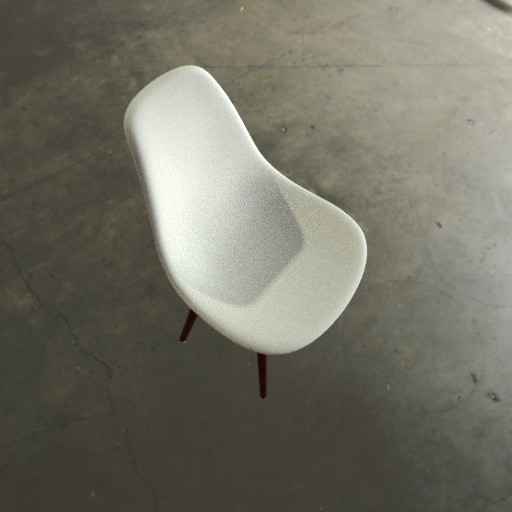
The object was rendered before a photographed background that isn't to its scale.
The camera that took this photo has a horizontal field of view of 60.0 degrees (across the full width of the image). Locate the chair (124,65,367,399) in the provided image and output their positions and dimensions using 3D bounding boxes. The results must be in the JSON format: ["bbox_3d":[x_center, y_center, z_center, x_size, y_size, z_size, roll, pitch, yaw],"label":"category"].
[{"bbox_3d":[0.000,0.000,1.166,0.533,0.826,0.470,33,63,19],"label":"chair"}]
